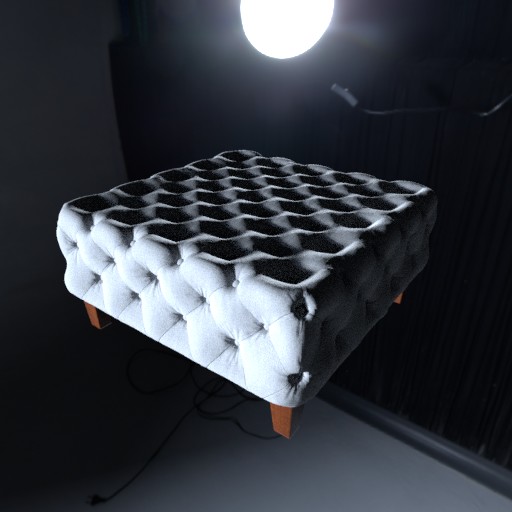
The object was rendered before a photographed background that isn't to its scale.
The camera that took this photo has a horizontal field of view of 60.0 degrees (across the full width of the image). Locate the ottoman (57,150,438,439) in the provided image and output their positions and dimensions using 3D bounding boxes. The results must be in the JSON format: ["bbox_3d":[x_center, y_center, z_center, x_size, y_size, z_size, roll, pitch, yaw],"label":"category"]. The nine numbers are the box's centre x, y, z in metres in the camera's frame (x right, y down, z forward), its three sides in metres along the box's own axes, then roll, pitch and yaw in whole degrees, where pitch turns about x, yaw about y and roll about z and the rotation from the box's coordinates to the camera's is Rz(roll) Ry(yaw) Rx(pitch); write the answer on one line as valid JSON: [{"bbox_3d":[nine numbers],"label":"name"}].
[{"bbox_3d":[0.000,0.000,1.216,0.764,0.365,0.758,19,33,32],"label":"ottoman"}]
